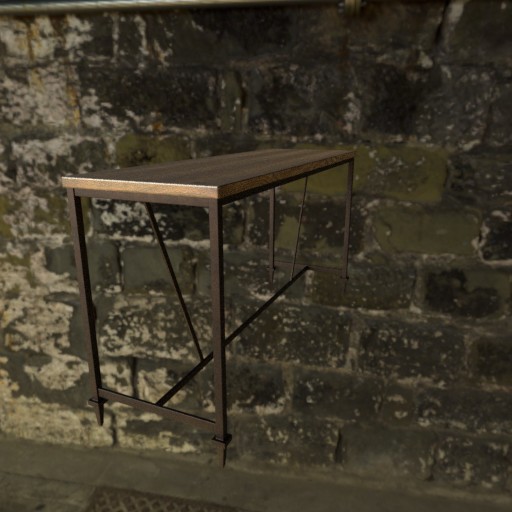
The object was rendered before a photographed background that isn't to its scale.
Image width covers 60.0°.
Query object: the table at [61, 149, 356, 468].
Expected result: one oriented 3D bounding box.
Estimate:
[{"bbox_3d":[0.000,0.000,2.113,0.551,0.902,1.700,7,18,23],"label":"table"}]
